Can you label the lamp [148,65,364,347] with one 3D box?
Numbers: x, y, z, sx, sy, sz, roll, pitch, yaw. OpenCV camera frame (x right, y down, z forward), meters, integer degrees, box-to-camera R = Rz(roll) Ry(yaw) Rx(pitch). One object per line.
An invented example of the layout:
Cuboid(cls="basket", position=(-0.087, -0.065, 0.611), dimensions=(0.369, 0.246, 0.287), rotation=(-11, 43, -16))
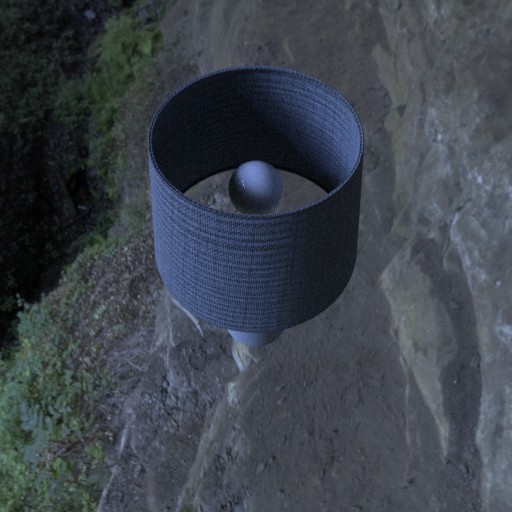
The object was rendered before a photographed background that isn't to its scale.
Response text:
Cuboid(cls="lamp", position=(0.000, 0.000, 0.589), dimensions=(0.251, 0.429, 0.251), rotation=(0, 58, 0))
